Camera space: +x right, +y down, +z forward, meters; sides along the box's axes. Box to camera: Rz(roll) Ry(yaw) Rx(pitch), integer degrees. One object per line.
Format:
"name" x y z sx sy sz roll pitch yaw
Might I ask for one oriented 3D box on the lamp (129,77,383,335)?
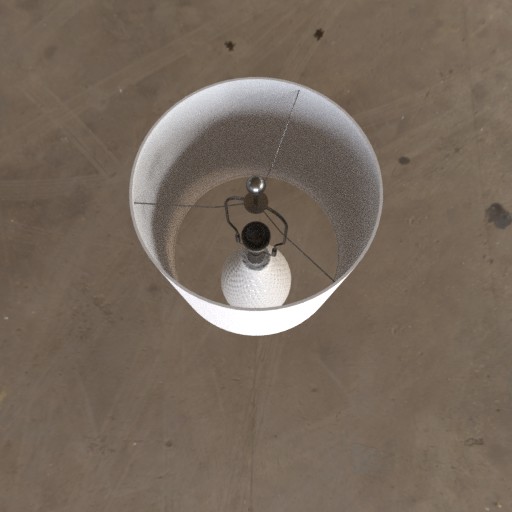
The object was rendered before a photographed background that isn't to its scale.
"lamp" 0.000 0.000 0.592 0.214 0.466 0.214 22 76 6
